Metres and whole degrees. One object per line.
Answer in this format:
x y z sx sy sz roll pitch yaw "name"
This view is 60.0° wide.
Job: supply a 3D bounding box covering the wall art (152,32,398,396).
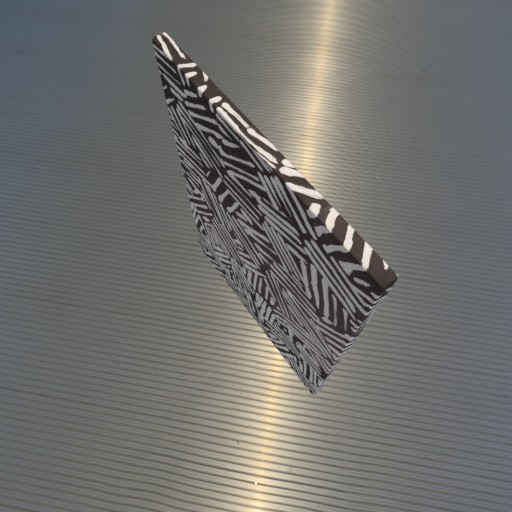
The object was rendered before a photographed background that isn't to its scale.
0.000 0.000 1.326 0.038 1.017 0.765 -33 67 -16 "wall art"
